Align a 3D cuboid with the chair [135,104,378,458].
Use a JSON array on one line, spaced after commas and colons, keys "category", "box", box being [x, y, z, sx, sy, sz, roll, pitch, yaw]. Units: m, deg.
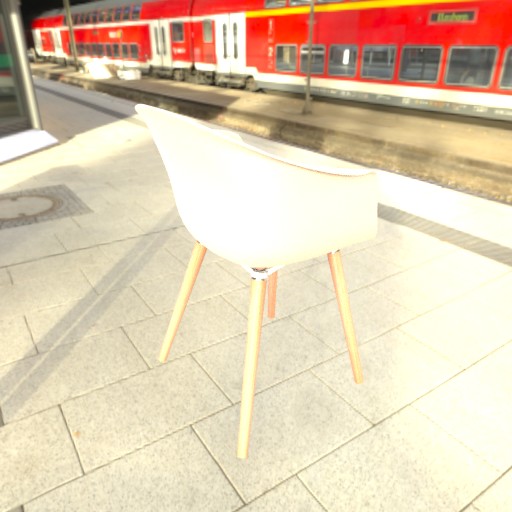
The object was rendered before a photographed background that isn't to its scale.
[{"category": "chair", "box": [0.000, 0.000, 1.152, 0.504, 0.781, 0.593, -18, 31, -32]}]
